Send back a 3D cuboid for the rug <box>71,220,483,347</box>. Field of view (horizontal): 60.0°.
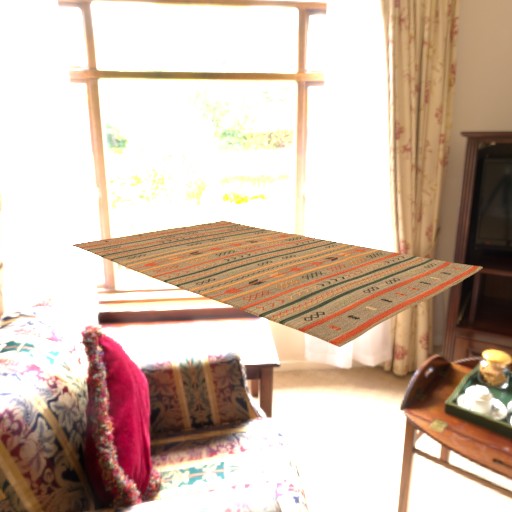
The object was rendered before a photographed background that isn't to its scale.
[{"bbox_3d":[0.000,0.000,3.050,2.439,0.029,1.537,14,20,43],"label":"rug"}]
